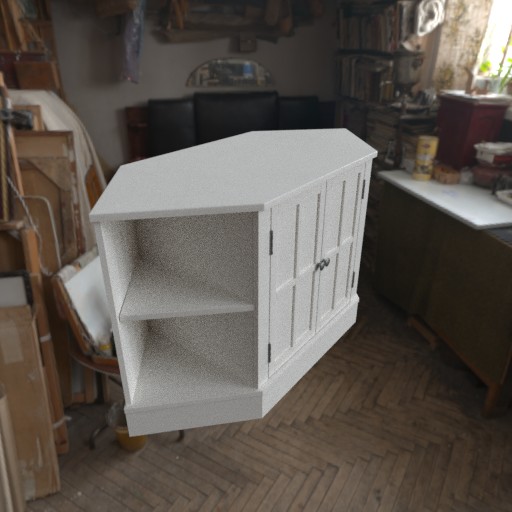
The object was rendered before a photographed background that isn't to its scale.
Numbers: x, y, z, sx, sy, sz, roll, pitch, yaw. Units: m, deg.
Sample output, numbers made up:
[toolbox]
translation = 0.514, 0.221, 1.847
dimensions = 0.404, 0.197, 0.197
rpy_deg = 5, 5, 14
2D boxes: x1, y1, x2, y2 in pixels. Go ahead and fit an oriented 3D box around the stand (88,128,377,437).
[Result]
[stand]
translation = 0.000, 0.000, 1.378
dimensions = 0.477, 0.614, 1.072
rpy_deg = 19, 33, 33
